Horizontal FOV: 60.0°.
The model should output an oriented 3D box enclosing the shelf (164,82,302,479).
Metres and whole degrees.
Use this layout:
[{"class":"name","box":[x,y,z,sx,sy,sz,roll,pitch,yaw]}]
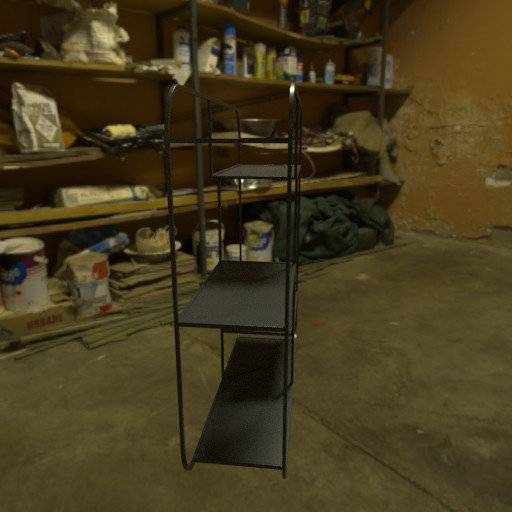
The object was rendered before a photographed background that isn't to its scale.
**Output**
[{"class":"shelf","box":[0.000,0.000,0.893,0.160,0.600,0.600,2,15,7]}]
